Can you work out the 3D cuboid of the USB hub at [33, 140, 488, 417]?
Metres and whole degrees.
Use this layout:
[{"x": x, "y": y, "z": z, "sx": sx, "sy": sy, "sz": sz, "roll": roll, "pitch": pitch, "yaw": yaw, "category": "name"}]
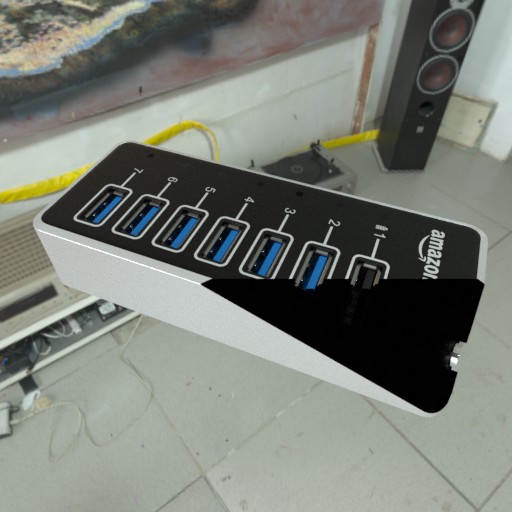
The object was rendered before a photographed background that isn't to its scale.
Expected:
[{"x": 0.000, "y": 0.000, "z": 0.120, "sx": 0.110, "sy": 0.023, "sz": 0.044, "roll": 17, "pitch": 49, "yaw": 15, "category": "USB hub"}]
